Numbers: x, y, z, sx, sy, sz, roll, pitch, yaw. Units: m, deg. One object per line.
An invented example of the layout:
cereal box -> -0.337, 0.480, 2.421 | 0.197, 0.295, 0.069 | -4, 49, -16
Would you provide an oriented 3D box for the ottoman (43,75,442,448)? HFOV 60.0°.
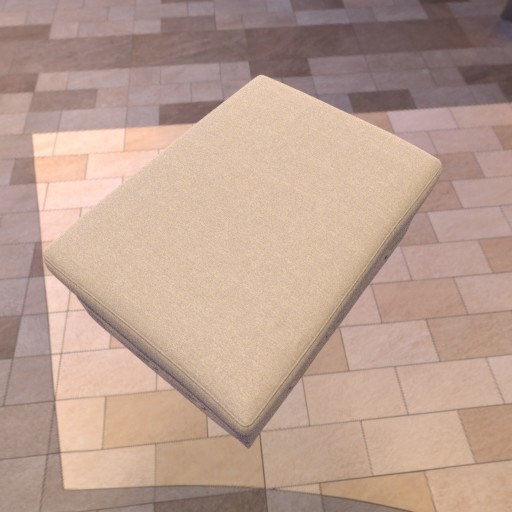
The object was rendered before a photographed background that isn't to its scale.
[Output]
ottoman -> 0.000, 0.000, 1.144 | 0.569, 0.500, 0.771 | 33, 63, 19
